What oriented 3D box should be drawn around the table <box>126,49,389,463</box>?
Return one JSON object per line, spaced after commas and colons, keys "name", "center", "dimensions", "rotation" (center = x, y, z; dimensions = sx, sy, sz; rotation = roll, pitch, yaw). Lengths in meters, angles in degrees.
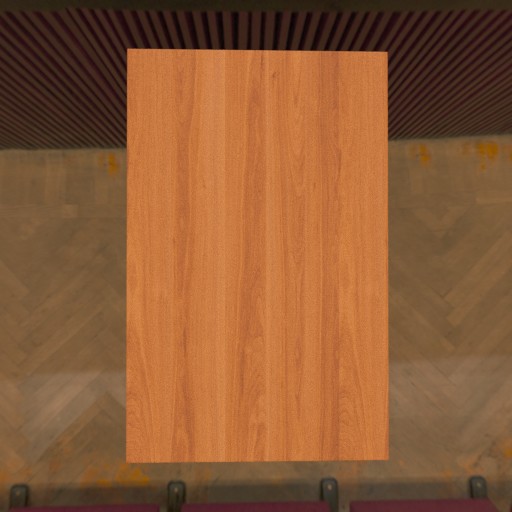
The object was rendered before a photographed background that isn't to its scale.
{"name": "table", "center": [0.000, 0.000, 1.439], "dimensions": [0.700, 0.510, 1.100], "rotation": [0, 89, -1]}
